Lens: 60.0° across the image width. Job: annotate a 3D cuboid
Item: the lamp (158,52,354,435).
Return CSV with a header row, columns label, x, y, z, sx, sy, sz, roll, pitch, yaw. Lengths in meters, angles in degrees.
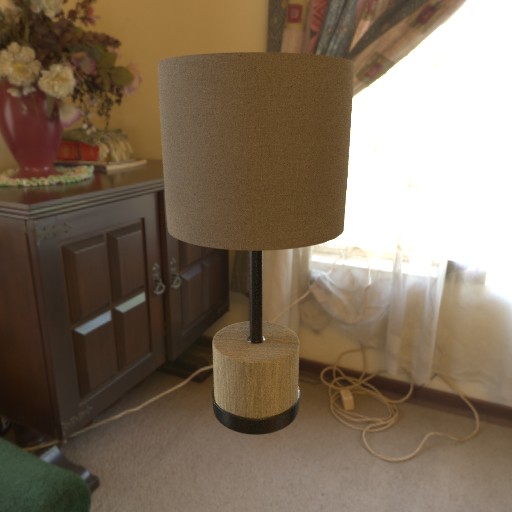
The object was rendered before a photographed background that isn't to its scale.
label,x,y,z,sx,sy,sz,roll,pitch,yaw
lamp,0.000,0.000,0.592,0.229,0.470,0.229,3,18,8
